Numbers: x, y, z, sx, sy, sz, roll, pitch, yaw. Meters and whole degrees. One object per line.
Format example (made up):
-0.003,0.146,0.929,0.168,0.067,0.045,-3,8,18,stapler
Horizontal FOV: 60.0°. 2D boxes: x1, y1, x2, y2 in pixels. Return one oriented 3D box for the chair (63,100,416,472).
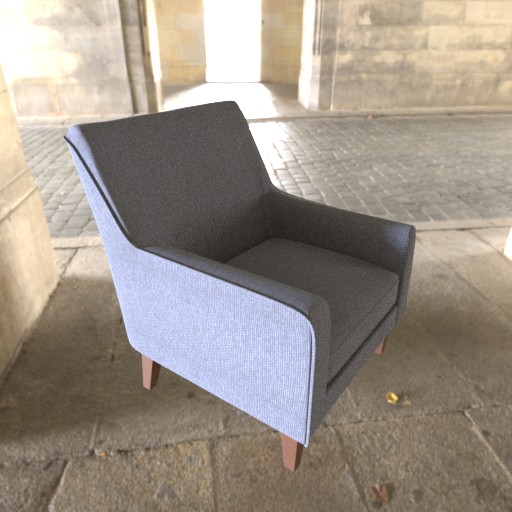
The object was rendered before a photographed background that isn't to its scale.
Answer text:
0.000,0.000,1.561,0.899,0.919,0.780,18,31,32,chair
